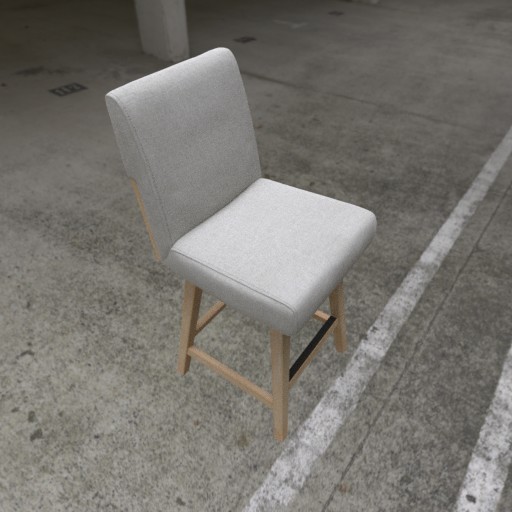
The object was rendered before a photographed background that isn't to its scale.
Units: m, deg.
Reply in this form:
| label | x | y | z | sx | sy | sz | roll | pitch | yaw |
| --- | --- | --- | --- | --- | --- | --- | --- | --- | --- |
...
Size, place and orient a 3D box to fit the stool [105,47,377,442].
| label | x | y | z | sx | sy | sz | roll | pitch | yaw |
| --- | --- | --- | --- | --- | --- | --- | --- | --- | --- |
| stool | 0.000 | 0.000 | 1.430 | 0.606 | 1.085 | 0.507 | 25 | 48 | 26 |
